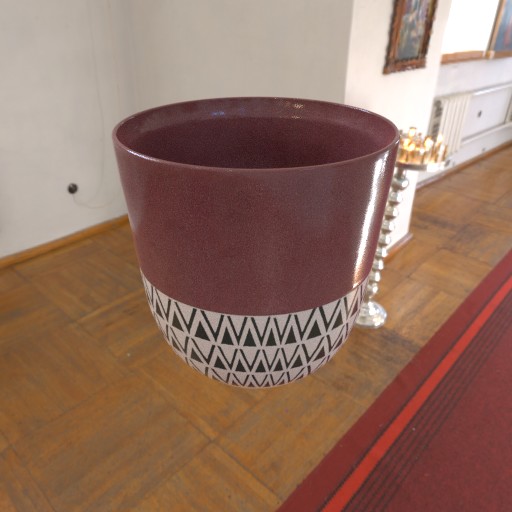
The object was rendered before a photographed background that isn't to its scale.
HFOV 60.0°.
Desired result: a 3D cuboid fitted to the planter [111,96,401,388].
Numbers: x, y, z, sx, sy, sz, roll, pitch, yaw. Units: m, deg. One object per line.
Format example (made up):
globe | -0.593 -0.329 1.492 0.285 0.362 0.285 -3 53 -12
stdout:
planter | 0.000 0.000 0.363 0.195 0.214 0.195 0 30 0
